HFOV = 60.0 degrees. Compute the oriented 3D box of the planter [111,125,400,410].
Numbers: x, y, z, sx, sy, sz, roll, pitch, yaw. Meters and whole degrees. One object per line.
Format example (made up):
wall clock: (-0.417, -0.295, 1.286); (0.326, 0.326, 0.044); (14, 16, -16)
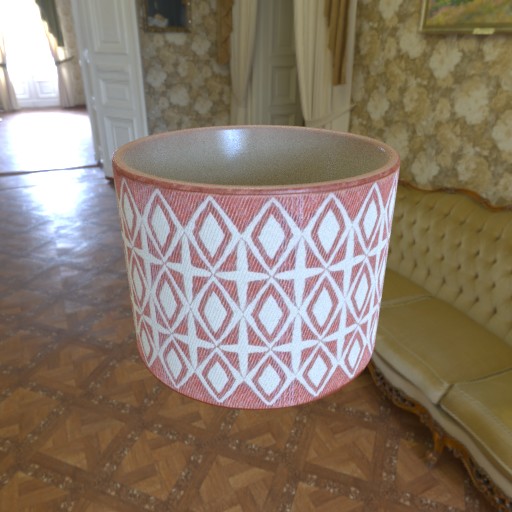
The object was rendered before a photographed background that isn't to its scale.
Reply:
planter: (0.000, 0.000, 0.486); (0.273, 0.237, 0.273); (0, 26, 0)
